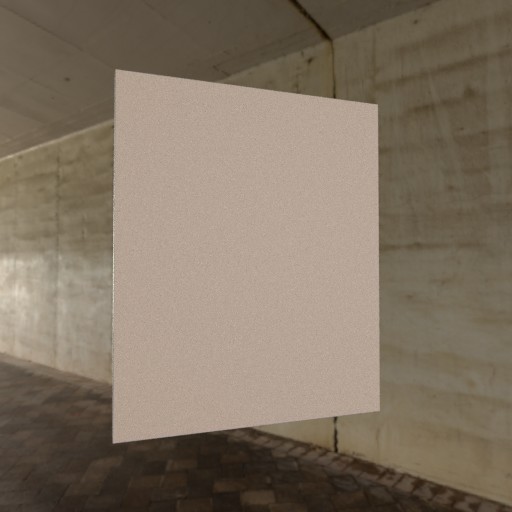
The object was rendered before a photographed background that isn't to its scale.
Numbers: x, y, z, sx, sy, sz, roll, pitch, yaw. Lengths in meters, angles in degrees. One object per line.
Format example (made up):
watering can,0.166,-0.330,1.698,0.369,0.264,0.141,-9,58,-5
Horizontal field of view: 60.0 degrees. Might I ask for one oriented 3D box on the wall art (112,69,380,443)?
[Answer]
wall art,0.000,0.000,0.739,0.452,0.549,0.038,0,-1,-19
